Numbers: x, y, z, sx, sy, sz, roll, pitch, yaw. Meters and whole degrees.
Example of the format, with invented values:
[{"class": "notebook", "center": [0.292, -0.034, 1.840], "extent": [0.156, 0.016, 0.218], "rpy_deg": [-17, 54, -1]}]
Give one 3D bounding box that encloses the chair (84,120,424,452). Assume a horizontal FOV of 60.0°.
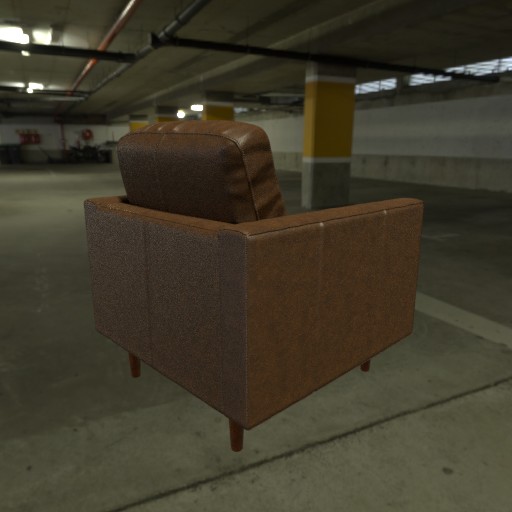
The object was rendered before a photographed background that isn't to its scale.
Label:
[{"class": "chair", "center": [0.000, 0.000, 1.668], "extent": [0.909, 0.956, 0.890], "rpy_deg": [-13, 19, -42]}]
